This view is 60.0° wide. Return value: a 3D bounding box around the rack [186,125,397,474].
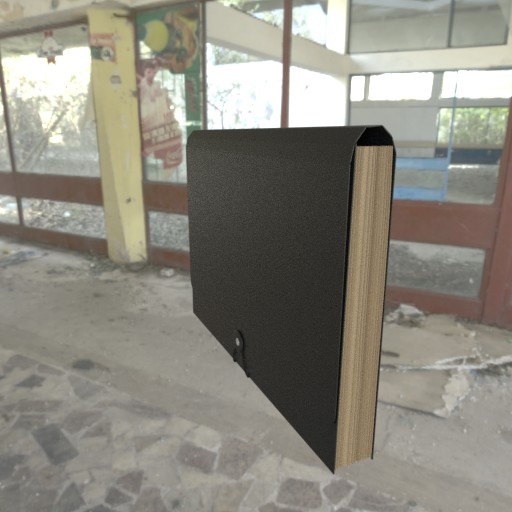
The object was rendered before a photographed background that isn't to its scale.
[{"bbox_3d":[0.000,0.000,0.435,0.041,0.241,0.330,-7,17,-24],"label":"rack"}]
